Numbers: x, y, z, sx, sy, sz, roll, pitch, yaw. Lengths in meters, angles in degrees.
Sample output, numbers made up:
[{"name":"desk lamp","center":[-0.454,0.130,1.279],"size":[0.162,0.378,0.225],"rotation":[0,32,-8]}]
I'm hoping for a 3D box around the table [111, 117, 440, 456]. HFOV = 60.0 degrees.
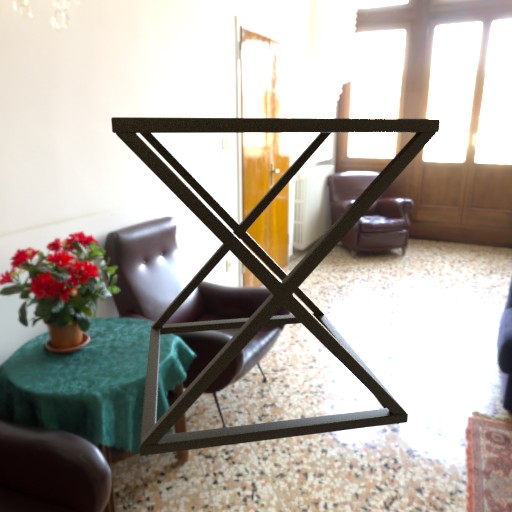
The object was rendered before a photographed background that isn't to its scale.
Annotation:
[{"name":"table","center":[0.000,0.000,0.969],"size":[0.500,0.565,0.500],"rotation":[-3,16,-10]}]
